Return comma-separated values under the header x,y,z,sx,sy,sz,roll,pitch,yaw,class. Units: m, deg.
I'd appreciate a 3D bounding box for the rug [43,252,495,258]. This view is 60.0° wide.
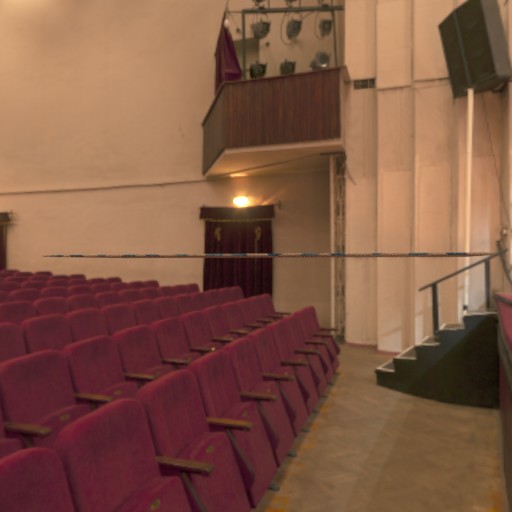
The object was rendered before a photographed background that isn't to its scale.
x,y,z,sx,sy,sz,roll,pitch,yaw,class
0.000,0.000,1.637,1.492,0.007,0.503,0,-1,18,rug
